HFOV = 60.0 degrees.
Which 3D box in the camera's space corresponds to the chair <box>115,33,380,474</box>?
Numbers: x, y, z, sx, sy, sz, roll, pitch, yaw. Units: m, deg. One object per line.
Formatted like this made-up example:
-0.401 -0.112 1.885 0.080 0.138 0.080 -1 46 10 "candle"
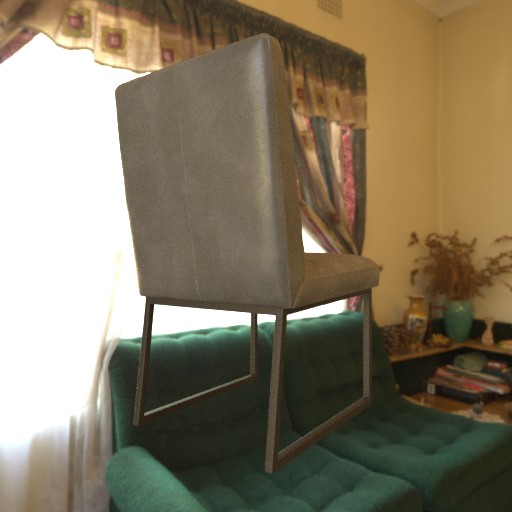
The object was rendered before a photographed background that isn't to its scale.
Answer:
0.000 0.000 1.287 0.520 0.930 0.634 0 0 36 "chair"
